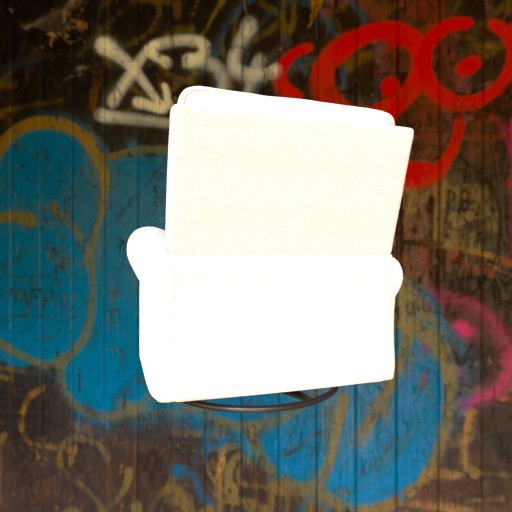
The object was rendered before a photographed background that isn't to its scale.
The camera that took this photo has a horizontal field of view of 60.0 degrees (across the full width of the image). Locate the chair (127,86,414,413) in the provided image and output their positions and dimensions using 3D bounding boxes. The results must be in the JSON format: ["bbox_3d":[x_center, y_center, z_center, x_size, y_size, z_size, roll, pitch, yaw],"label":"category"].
[{"bbox_3d":[0.000,0.000,1.624,0.890,0.960,0.878,0,0,-18],"label":"chair"}]
